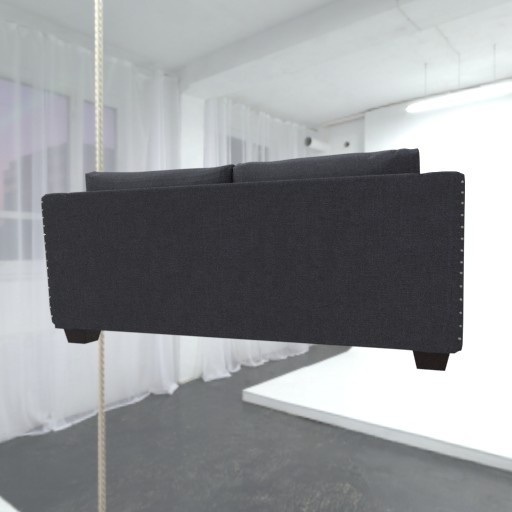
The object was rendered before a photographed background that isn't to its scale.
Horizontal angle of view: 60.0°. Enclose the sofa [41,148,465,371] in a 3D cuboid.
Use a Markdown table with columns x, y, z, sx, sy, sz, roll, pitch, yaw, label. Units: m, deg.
| x | y | z | sx | sy | sz | roll | pitch | yaw | label |
| --- | --- | --- | --- | --- | --- | --- | --- | --- | --- |
| 0.000 | 0.000 | 3.140 | 2.550 | 1.196 | 1.336 | 0 | 0 | 19 | sofa |
